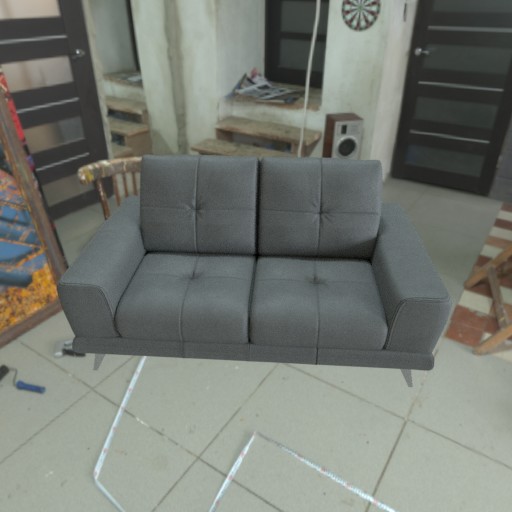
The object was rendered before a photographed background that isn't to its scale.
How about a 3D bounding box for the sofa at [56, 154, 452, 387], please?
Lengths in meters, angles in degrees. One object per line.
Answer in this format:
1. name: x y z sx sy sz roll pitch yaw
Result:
1. sofa: 0.000 0.000 2.413 1.806 0.907 1.018 2 31 3
